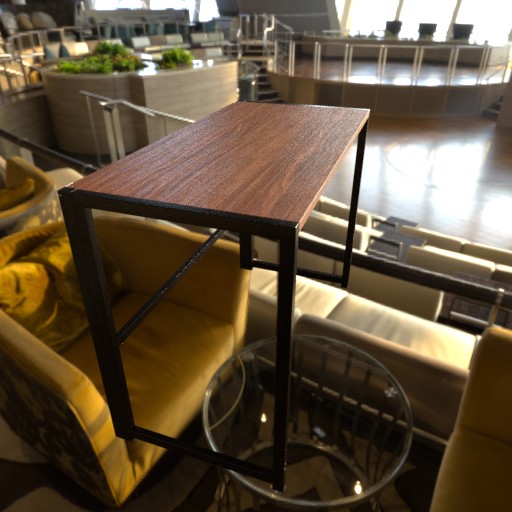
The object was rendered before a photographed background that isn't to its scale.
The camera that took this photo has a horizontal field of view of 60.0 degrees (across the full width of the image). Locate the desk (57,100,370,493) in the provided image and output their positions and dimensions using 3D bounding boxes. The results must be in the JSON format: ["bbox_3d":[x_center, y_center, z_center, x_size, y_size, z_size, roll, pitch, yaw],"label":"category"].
[{"bbox_3d":[0.000,0.000,1.438,0.508,0.762,1.016,10,31,17],"label":"desk"}]
